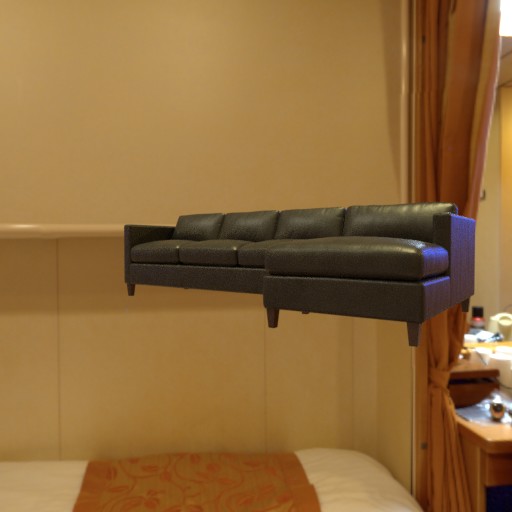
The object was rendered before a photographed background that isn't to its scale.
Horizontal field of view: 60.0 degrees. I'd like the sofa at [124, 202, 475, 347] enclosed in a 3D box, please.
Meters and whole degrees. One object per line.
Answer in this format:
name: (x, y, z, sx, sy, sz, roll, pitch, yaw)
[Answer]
sofa: (0.000, 0.000, 3.835, 3.203, 0.883, 1.581, 1, 2, 35)
